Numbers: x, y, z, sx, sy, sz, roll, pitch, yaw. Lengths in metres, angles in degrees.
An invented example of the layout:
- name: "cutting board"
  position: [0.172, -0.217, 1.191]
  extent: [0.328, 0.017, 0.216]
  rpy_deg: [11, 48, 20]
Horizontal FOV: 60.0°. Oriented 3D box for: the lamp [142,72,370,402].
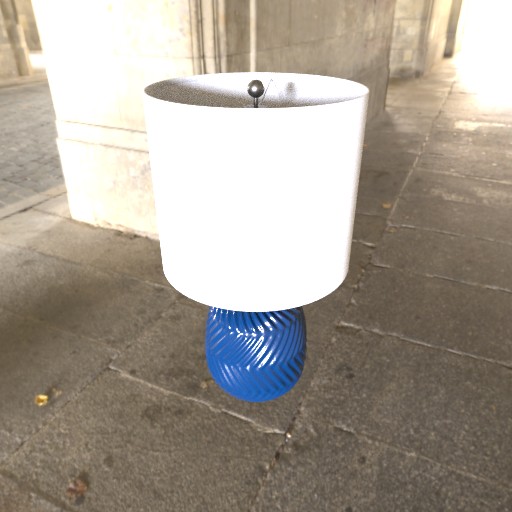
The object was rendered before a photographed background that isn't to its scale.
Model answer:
- name: "lamp"
  position: [0.000, 0.000, 0.493]
  extent: [0.203, 0.368, 0.203]
  rpy_deg: [-10, 31, -18]
